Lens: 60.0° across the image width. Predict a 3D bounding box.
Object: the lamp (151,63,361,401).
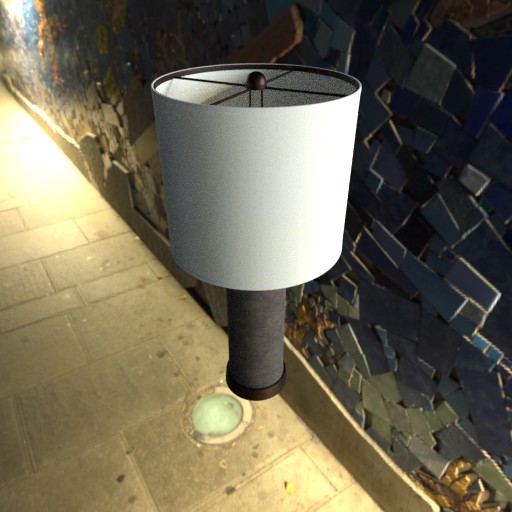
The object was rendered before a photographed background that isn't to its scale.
[{"bbox_3d":[0.000,0.000,0.806,0.301,0.630,0.301,-10,34,-15],"label":"lamp"}]
